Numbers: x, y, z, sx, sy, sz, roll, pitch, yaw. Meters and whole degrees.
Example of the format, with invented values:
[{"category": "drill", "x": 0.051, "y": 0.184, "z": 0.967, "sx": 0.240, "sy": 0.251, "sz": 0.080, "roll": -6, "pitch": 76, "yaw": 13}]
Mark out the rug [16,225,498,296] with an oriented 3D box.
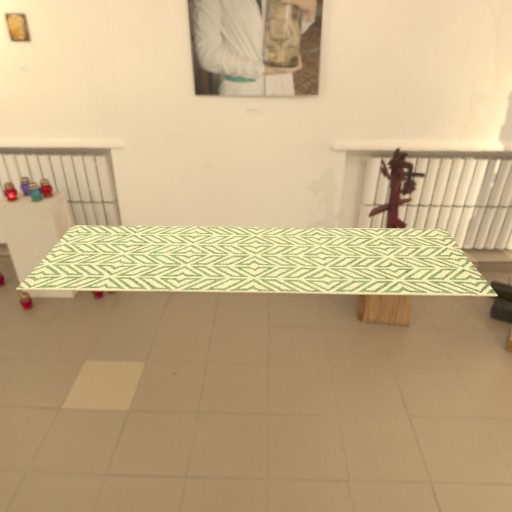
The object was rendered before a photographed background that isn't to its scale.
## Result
[{"category": "rug", "x": 0.000, "y": 0.000, "z": 2.562, "sx": 2.435, "sy": 0.009, "sz": 0.750, "roll": 1, "pitch": 30, "yaw": 1}]
